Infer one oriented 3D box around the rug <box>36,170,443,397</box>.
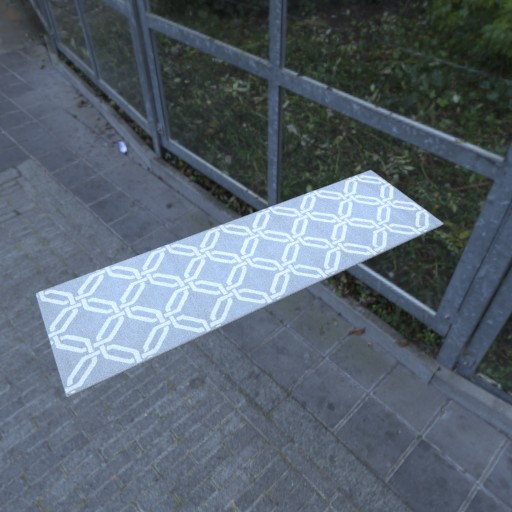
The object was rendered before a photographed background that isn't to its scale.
[{"bbox_3d":[0.000,0.000,2.518,2.276,0.014,0.678,-22,49,-21],"label":"rug"}]
